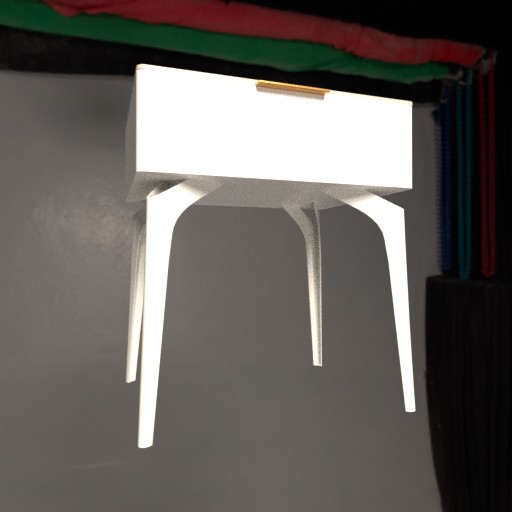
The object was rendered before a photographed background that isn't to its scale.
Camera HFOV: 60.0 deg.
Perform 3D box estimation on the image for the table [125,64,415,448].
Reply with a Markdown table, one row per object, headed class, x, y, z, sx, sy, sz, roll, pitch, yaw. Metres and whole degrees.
| class | x | y | z | sx | sy | sz | roll | pitch | yaw |
| --- | --- | --- | --- | --- | --- | --- | --- | --- | --- |
| table | 0.000 | 0.000 | 0.910 | 0.500 | 0.570 | 0.400 | 0 | -1 | -19 |
